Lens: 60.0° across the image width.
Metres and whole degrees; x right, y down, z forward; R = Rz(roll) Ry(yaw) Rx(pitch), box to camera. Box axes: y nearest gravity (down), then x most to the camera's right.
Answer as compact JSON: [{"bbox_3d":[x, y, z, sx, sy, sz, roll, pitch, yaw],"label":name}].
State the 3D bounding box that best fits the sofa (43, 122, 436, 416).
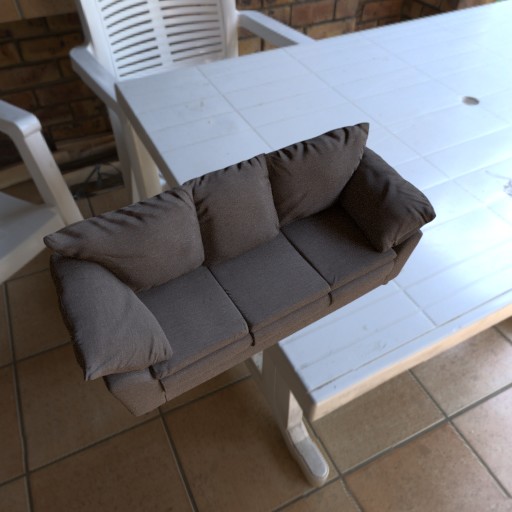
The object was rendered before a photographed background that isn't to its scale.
[{"bbox_3d":[0.000,0.000,2.872,2.390,1.043,0.927,-24,51,-21],"label":"sofa"}]
